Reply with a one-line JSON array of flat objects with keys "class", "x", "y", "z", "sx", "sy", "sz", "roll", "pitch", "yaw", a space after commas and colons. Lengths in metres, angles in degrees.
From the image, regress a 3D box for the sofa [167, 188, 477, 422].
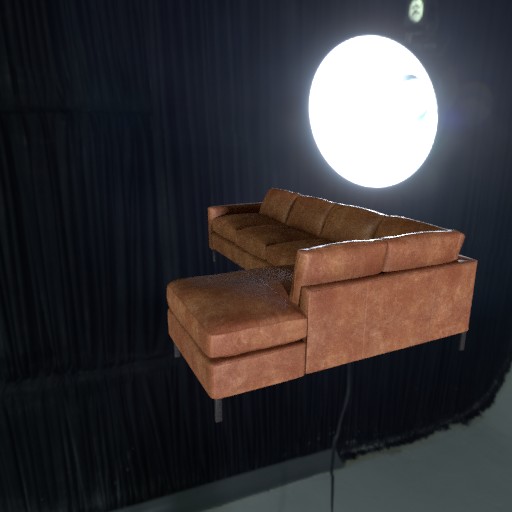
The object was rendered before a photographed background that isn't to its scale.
[{"class": "sofa", "x": 0.000, "y": 0.000, "z": 3.889, "sx": 1.938, "sy": 0.877, "sz": 2.984, "roll": -7, "pitch": 17, "yaw": -24}]
